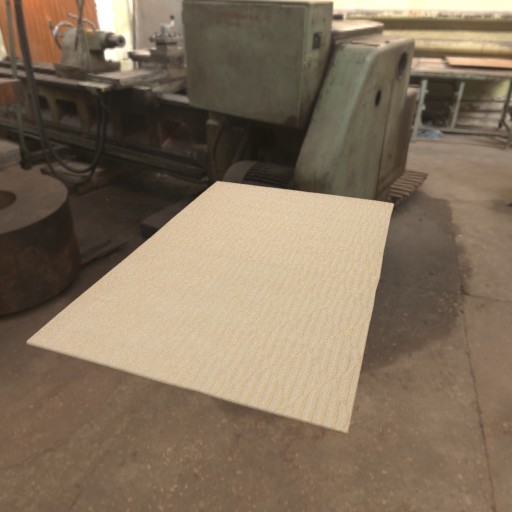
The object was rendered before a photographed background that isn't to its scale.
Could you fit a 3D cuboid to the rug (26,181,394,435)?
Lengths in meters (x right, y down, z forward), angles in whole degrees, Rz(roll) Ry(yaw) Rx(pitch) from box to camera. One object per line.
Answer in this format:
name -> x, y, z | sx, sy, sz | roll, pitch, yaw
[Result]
rug -> 0.000, 0.000, 2.270 | 1.238, 0.014, 1.848 | 10, 32, 17
